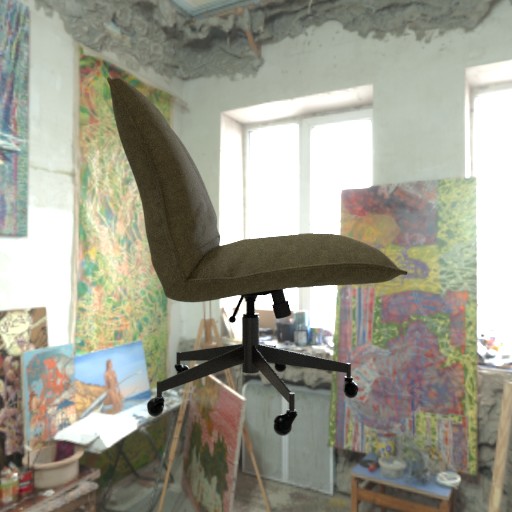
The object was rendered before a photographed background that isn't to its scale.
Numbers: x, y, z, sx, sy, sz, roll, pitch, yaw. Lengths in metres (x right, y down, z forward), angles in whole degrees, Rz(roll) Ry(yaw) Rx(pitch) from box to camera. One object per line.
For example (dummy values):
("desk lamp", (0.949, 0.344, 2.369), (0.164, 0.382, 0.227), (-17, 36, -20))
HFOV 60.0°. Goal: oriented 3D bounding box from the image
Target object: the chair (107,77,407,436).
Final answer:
("chair", (0.000, 0.000, 1.270), (0.696, 0.811, 0.597), (0, 0, -1))
